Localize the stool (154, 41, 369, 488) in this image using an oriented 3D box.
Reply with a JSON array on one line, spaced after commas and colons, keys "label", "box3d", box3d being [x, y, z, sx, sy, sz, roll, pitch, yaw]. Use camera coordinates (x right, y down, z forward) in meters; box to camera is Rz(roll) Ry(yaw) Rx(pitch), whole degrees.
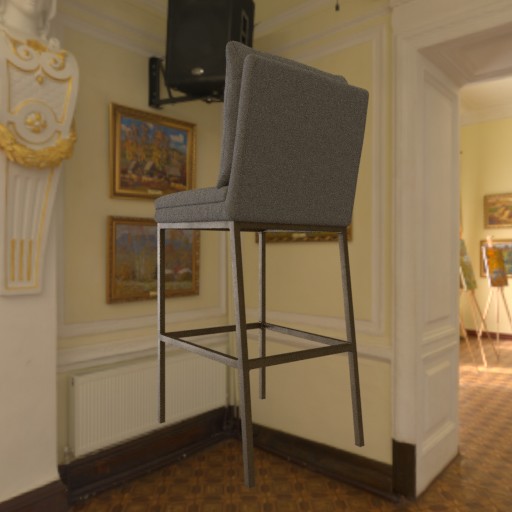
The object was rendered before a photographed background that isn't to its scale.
[{"label": "stool", "box3d": [0.000, 0.000, 1.418, 0.463, 1.132, 0.569, 0, 1, -35]}]
